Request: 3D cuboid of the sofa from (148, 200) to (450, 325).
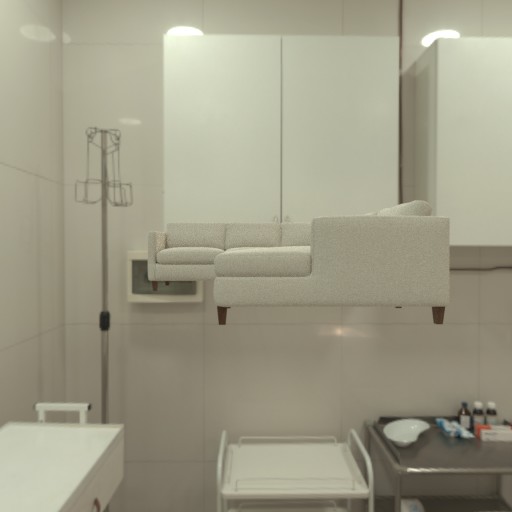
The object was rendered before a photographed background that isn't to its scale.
[{"bbox_3d":[0.000,0.000,4.481,2.551,0.853,3.238,0,1,-1],"label":"sofa"}]
